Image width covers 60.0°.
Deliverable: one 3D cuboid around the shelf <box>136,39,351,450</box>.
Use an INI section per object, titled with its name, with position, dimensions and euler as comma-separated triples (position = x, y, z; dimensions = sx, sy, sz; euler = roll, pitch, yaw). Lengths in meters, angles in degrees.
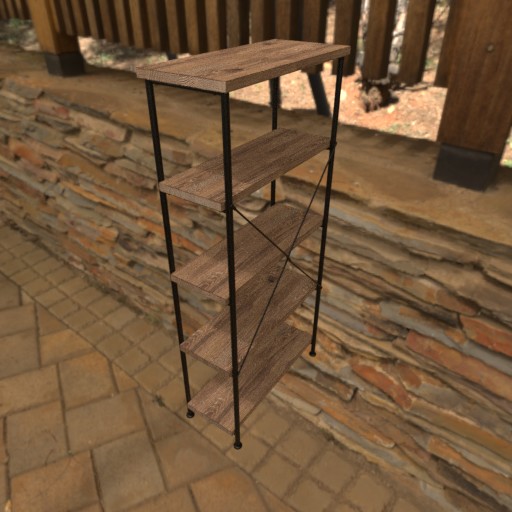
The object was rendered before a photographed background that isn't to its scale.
[shelf]
position = 0.000, 0.000, 2.038
dimensions = 0.360, 1.700, 0.800
euler = 21, 38, 29
